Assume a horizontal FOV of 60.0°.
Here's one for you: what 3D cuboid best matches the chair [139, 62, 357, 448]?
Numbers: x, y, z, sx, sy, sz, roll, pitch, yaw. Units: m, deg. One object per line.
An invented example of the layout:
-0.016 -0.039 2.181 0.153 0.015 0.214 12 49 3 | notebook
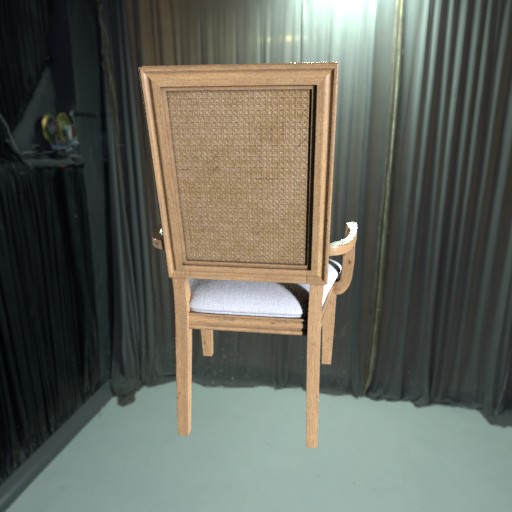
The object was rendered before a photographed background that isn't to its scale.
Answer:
0.000 0.000 1.327 0.606 0.990 0.602 2 16 8 | chair
